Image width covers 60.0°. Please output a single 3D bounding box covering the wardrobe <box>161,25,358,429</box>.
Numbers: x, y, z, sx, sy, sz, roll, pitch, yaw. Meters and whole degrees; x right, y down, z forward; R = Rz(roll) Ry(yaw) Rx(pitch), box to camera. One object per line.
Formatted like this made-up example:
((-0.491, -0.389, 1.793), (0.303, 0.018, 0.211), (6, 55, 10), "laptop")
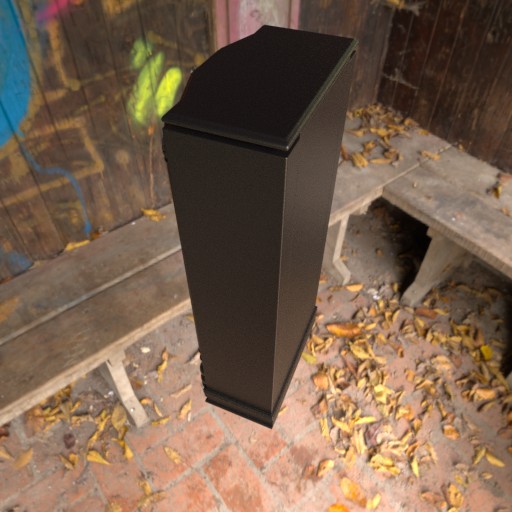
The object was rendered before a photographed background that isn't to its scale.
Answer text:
((0.000, 0.000, 1.182), (0.295, 1.011, 0.444), (17, 49, 15), "wardrobe")
